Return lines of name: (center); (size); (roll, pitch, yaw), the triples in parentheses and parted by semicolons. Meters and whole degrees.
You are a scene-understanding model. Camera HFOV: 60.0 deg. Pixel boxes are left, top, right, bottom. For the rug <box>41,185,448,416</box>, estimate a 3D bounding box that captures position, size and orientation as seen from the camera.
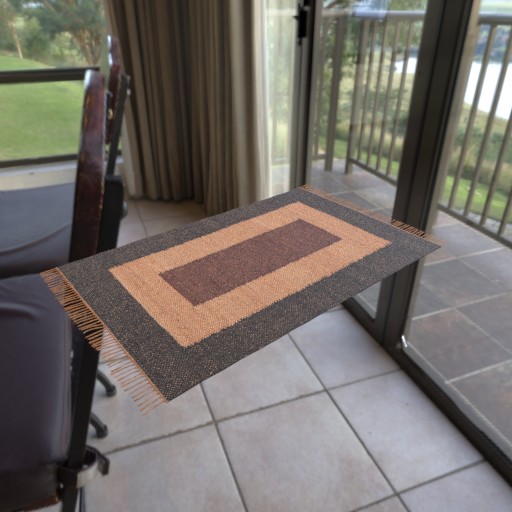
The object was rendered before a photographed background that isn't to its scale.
rug: (0.000, 0.000, 1.904); (1.541, 0.013, 0.920); (-23, 37, -33)
